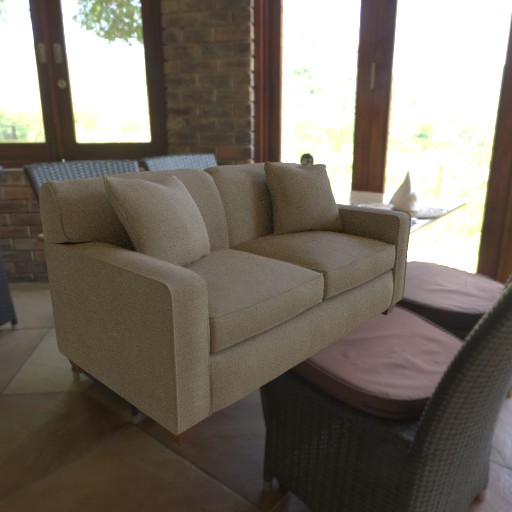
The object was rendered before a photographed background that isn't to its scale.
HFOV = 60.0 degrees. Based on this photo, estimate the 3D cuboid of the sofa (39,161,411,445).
[{"bbox_3d":[0.000,0.000,2.412,0.998,0.958,1.846,14,21,41],"label":"sofa"}]
